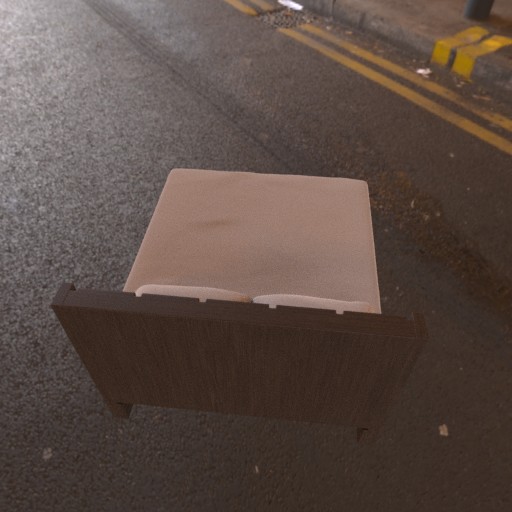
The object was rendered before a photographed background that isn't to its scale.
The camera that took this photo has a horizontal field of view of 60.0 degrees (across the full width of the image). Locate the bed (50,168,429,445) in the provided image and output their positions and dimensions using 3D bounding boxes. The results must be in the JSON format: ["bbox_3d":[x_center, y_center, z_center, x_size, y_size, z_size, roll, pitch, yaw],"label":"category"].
[{"bbox_3d":[0.000,0.000,3.136,1.735,1.261,1.992,4,47,4],"label":"bed"}]
